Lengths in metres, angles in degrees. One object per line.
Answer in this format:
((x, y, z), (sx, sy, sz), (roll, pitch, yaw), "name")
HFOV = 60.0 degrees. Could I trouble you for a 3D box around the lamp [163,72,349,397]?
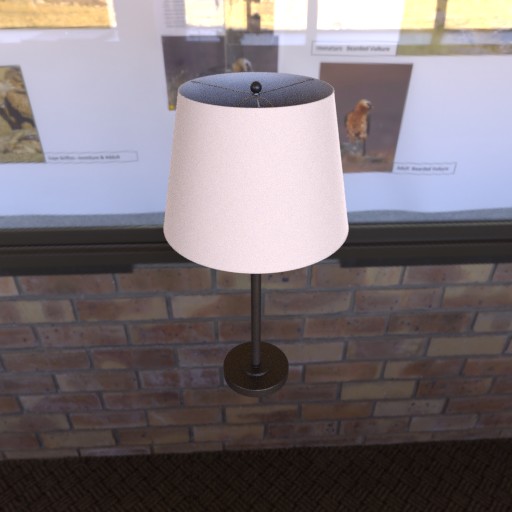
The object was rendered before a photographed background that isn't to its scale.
((0.000, 0.000, 0.929), (0.363, 0.696, 0.363), (0, 33, 0), "lamp")
